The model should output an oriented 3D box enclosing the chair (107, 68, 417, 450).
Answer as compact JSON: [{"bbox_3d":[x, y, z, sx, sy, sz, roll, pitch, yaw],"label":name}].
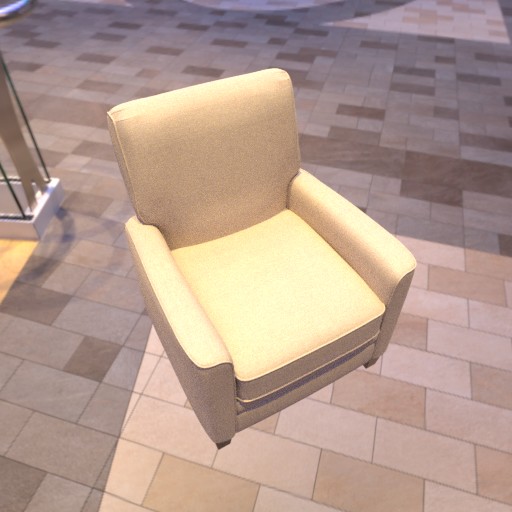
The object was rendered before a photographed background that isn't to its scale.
[{"bbox_3d":[0.000,0.000,1.646,0.841,1.023,0.858,-22,49,-20],"label":"chair"}]
